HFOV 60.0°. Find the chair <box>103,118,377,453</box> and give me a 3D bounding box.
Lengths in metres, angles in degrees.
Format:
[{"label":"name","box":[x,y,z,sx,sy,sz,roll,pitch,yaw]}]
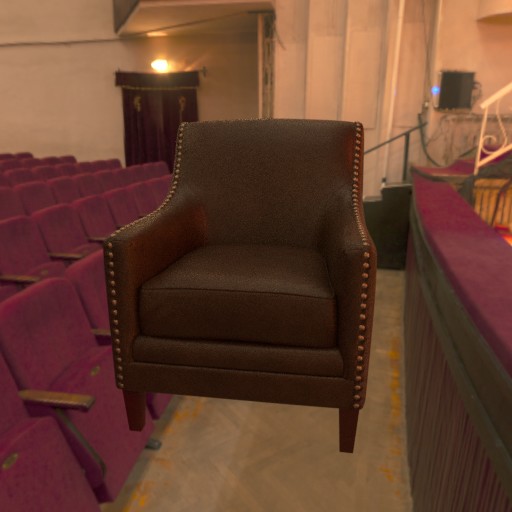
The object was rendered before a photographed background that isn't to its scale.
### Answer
[{"label":"chair","box":[0.000,0.000,1.335,0.639,0.813,0.704,2,15,8]}]
